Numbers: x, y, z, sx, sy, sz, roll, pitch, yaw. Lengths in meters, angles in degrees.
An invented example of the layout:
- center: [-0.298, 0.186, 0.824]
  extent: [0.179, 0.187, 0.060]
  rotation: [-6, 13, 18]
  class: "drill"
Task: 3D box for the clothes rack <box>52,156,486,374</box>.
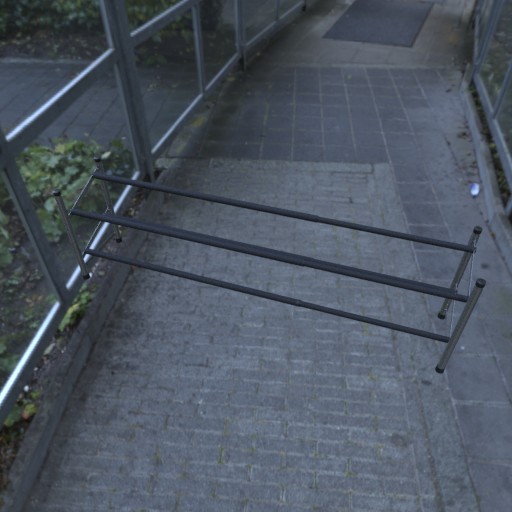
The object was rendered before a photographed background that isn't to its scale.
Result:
- center: [0.000, 0.000, 1.325]
  extent: [1.168, 0.349, 0.229]
  rotation: [13, 43, 14]
  class: "clothes rack"
